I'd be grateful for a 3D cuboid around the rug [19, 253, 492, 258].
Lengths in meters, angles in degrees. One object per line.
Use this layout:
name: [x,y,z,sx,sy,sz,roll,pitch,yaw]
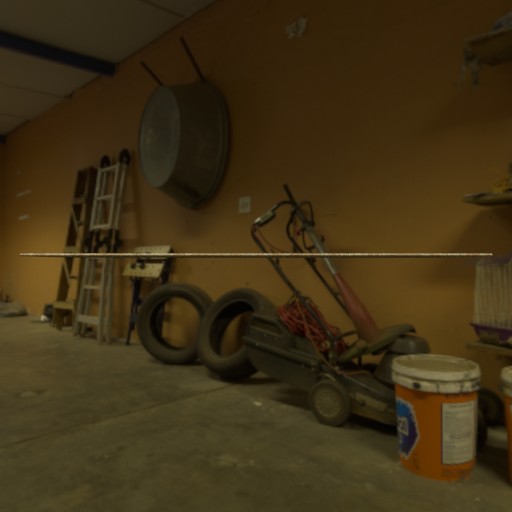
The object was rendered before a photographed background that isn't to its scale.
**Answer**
rug: [0.000,0.000,2.485,2.289,0.013,0.691,0,-1,0]
